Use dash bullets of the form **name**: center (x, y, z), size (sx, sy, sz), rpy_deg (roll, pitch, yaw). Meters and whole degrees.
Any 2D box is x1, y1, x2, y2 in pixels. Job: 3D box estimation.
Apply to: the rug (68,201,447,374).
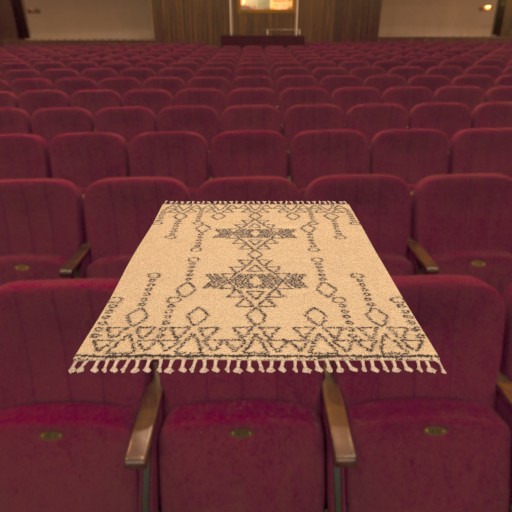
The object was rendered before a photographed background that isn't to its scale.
- **rug**: center (0.000, 0.000, 3.817), size (2.125, 0.028, 3.027), rpy_deg (0, 25, 0)
